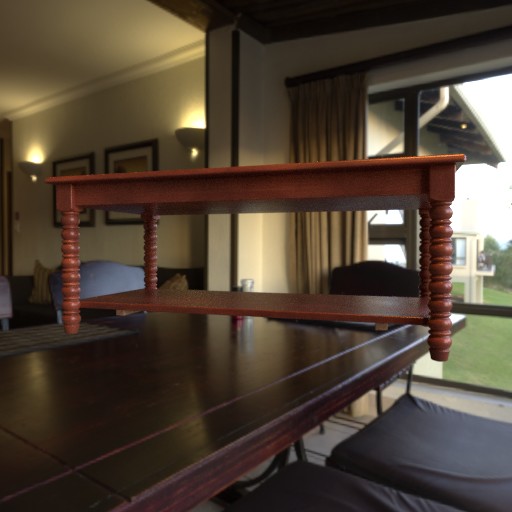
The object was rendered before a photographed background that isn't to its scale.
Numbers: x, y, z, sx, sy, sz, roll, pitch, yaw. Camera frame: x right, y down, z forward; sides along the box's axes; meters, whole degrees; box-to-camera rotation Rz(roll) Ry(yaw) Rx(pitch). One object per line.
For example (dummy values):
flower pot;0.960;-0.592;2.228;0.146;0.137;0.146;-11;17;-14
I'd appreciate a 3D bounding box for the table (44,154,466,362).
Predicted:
table;0.000;0.000;1.447;1.171;0.485;0.580;0;2;18
